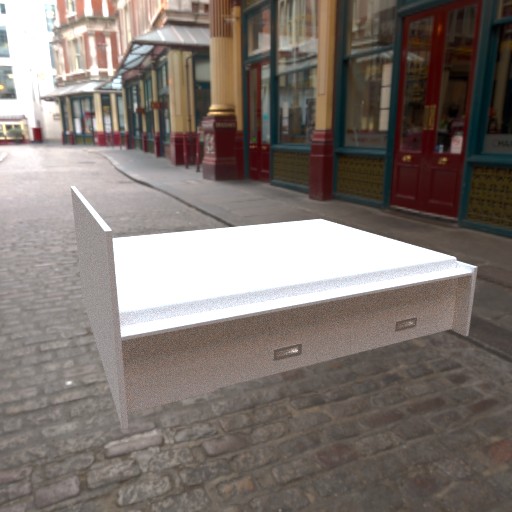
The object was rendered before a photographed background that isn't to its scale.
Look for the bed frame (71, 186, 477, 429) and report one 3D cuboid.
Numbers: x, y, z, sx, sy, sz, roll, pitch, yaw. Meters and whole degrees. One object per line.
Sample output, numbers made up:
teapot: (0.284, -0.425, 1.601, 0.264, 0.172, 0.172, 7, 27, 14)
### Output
bed frame: (0.000, 0.000, 2.767, 1.960, 0.800, 1.622, -7, 17, -25)
